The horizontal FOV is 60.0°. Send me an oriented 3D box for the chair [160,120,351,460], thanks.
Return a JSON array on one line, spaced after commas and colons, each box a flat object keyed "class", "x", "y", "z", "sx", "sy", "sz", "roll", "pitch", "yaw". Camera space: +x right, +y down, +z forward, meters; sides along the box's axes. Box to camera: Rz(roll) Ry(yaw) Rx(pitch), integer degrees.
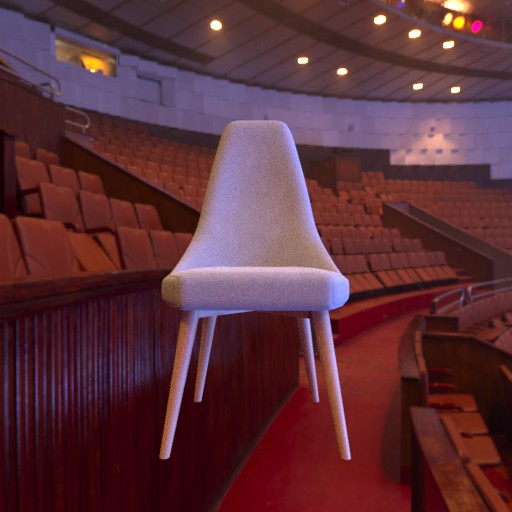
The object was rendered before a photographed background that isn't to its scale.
[{"class": "chair", "x": 0.000, "y": 0.000, "z": 1.417, "sx": 0.510, "sy": 1.040, "sz": 0.660, "roll": 0, "pitch": 1, "yaw": 1}]
